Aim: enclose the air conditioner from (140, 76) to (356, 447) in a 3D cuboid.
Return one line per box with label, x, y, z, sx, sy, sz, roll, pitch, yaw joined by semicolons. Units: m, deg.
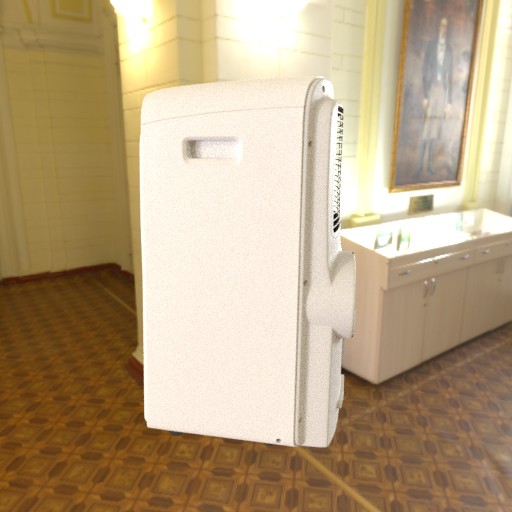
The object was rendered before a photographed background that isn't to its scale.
air conditioner;0.000;0.000;1.074;0.467;0.765;0.478;2;14;9
